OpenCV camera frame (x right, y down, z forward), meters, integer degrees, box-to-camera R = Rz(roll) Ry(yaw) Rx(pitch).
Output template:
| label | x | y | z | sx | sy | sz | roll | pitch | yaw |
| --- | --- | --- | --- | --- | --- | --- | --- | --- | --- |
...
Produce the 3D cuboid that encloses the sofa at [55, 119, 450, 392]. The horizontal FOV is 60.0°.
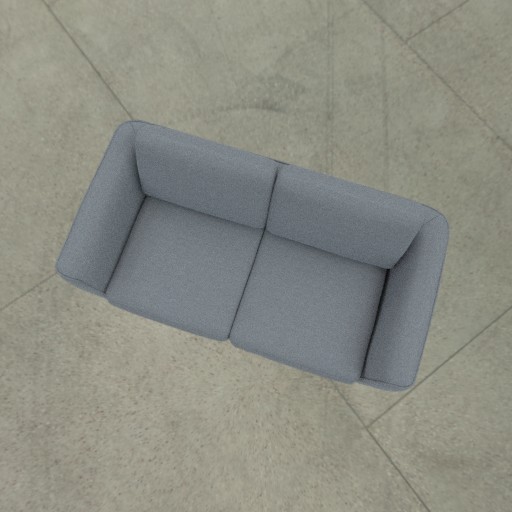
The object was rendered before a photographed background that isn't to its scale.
| label | x | y | z | sx | sy | sz | roll | pitch | yaw |
| --- | --- | --- | --- | --- | --- | --- | --- | --- | --- |
| sofa | 0.000 | 0.000 | 2.225 | 1.700 | 0.850 | 0.920 | 17 | 75 | 5 |
